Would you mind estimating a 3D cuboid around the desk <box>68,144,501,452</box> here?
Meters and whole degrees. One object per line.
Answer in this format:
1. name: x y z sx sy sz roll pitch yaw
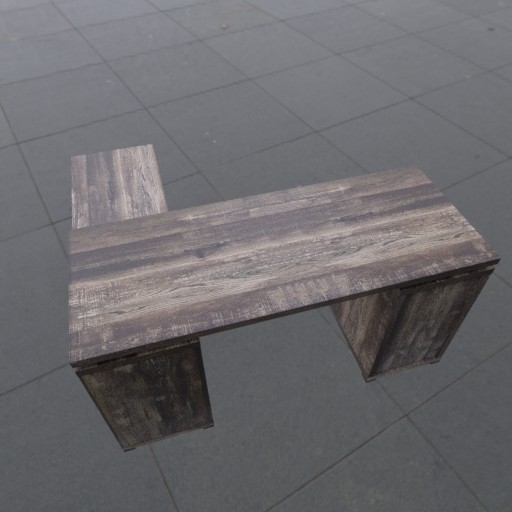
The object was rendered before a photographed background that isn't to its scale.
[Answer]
1. desk: 0.000 0.000 2.148 1.524 0.753 1.200 -12 48 -11
